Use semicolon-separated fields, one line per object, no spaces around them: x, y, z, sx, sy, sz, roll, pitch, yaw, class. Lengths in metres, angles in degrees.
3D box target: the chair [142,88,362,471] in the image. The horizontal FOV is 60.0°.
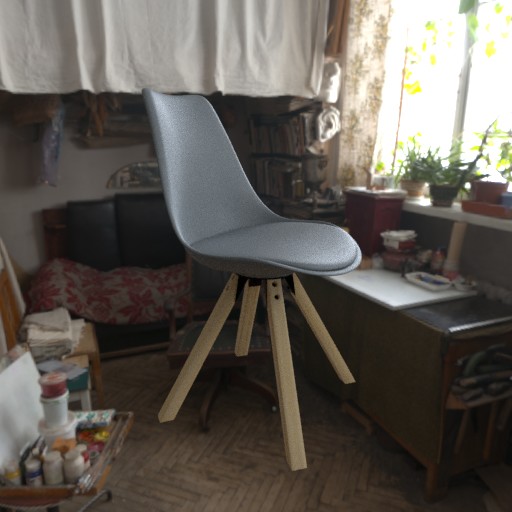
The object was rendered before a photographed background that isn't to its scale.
0.000;0.000;1.188;0.549;0.850;0.485;8;17;26;chair
